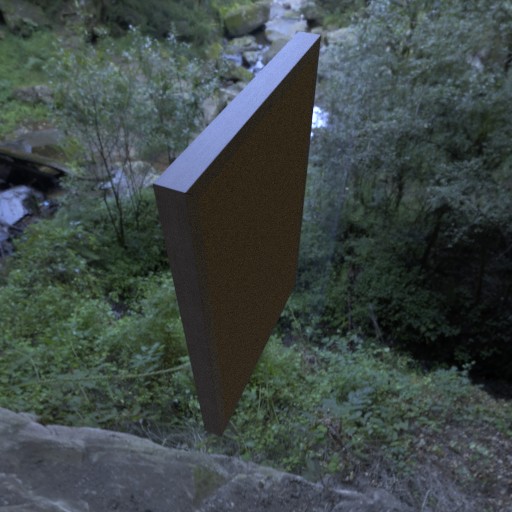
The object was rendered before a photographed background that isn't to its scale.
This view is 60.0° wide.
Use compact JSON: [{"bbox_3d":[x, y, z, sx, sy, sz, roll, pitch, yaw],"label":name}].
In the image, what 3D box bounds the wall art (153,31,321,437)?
[{"bbox_3d":[0.000,0.000,0.656,0.031,0.509,0.356,18,49,16],"label":"wall art"}]
